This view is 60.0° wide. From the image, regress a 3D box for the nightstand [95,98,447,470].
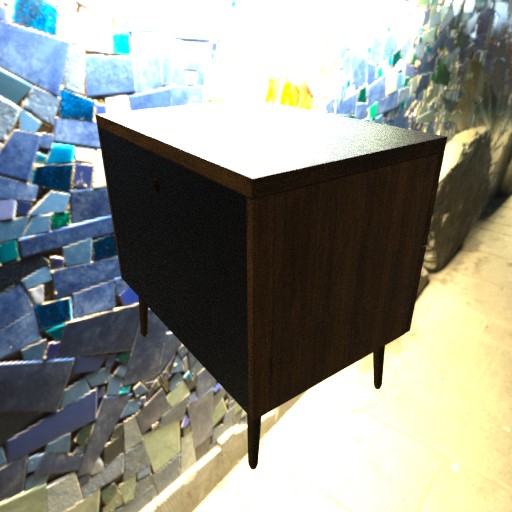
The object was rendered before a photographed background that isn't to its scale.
[{"bbox_3d":[0.000,0.000,1.046,0.458,0.610,0.610,-18,32,-32],"label":"nightstand"}]
